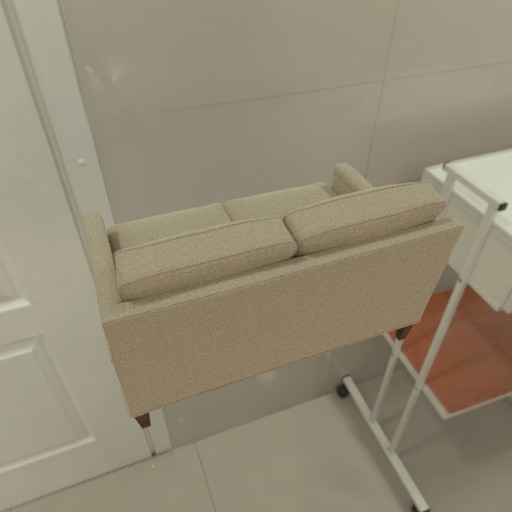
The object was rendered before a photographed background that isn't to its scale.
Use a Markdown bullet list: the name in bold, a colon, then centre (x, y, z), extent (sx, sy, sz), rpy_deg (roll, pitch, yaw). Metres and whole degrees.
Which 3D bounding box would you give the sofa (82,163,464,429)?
- **sofa**: centre (0.000, 0.000, 2.273), extent (1.597, 1.003, 1.084), rpy_deg (-14, 42, -16)
